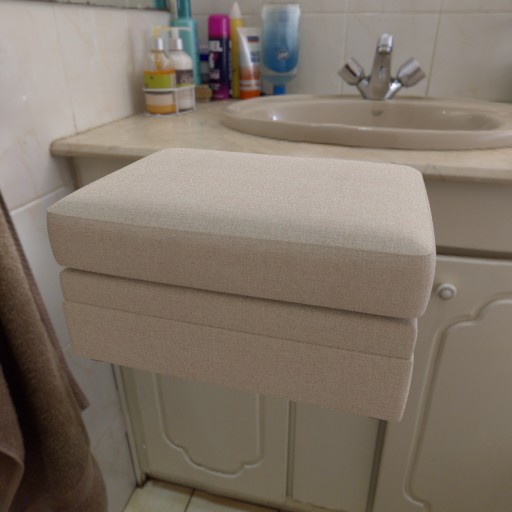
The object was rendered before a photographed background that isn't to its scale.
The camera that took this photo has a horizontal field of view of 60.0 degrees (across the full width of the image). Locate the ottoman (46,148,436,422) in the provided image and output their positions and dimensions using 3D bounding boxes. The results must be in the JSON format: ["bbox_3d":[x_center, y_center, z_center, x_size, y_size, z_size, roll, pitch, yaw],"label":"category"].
[{"bbox_3d":[0.000,0.000,1.249,0.885,0.478,0.637,7,27,14],"label":"ottoman"}]
